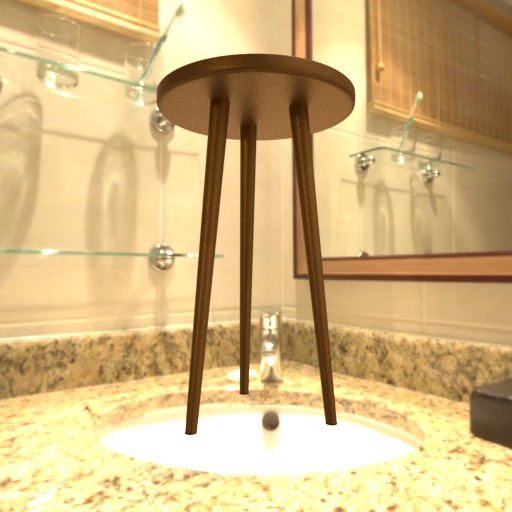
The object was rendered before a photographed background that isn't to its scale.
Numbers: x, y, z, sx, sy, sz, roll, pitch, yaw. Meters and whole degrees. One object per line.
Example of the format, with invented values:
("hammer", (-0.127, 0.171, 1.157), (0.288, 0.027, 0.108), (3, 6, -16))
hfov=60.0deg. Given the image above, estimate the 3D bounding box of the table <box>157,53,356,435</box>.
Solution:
("table", (0.000, 0.000, 0.676), (0.299, 0.480, 0.299), (-1, -2, 17))
